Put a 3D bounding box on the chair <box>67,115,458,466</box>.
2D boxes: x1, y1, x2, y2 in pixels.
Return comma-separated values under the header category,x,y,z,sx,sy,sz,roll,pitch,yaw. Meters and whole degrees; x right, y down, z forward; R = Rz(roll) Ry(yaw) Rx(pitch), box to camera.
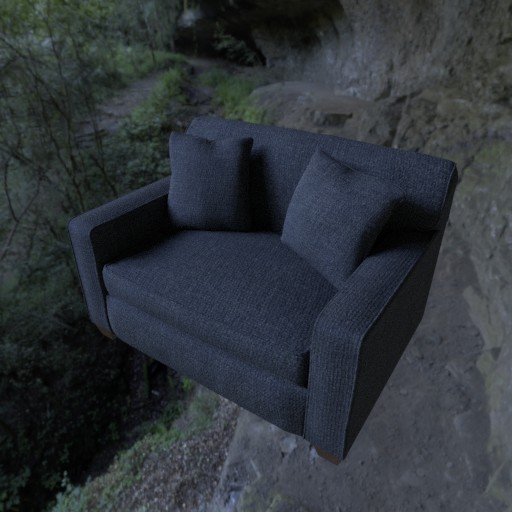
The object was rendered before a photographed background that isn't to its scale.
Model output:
category,x,y,z,sx,sy,sz,roll,pitch,yaw
chair,0.000,0.000,2.001,1.383,0.948,1.000,19,36,29
